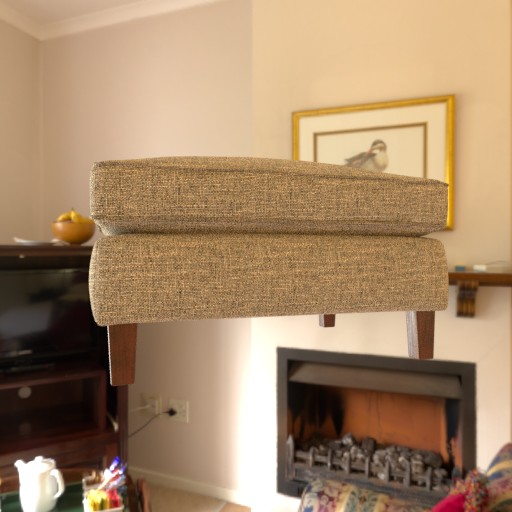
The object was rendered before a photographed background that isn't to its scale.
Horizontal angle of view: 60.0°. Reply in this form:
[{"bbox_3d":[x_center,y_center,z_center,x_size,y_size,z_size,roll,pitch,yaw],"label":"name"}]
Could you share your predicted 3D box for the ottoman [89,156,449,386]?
[{"bbox_3d":[0.000,0.000,0.994,0.686,0.406,0.508,0,0,-17],"label":"ottoman"}]
